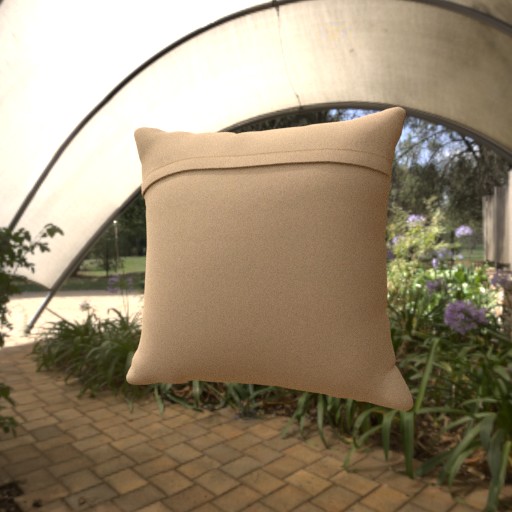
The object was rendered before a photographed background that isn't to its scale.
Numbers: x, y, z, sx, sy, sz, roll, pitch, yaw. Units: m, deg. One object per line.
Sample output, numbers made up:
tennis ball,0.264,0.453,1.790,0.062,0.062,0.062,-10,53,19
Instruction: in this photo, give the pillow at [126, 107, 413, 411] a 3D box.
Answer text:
pillow,0.000,0.000,0.802,0.536,0.506,0.229,0,0,17
